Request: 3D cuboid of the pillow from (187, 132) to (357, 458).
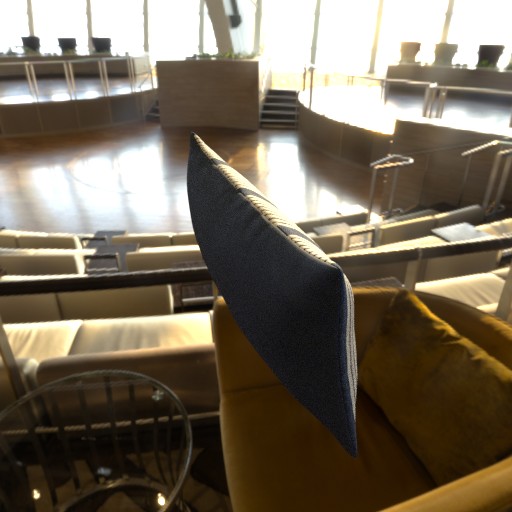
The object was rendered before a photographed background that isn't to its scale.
[{"bbox_3d":[0.000,0.000,0.739,0.156,0.292,0.608,-10,30,-18],"label":"pillow"}]
